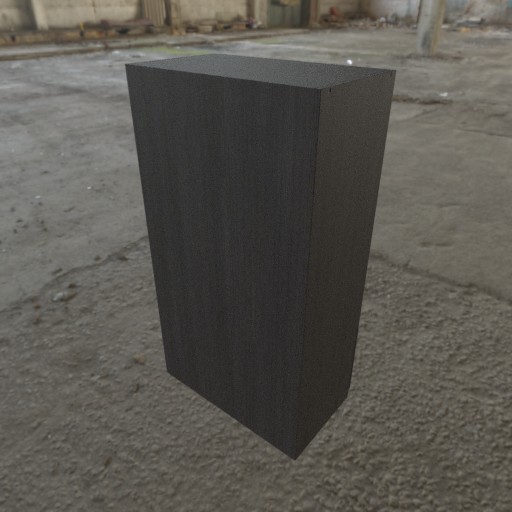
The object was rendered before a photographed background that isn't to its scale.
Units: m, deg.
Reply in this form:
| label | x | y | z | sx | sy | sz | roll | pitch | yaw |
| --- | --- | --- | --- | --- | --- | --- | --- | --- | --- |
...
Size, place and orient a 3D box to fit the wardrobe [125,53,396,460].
| label | x | y | z | sx | sy | sz | roll | pitch | yaw |
| --- | --- | --- | --- | --- | --- | --- | --- | --- | --- |
| wardrobe | 0.000 | 0.000 | 2.284 | 0.991 | 1.808 | 0.577 | 22 | 37 | 33 |
